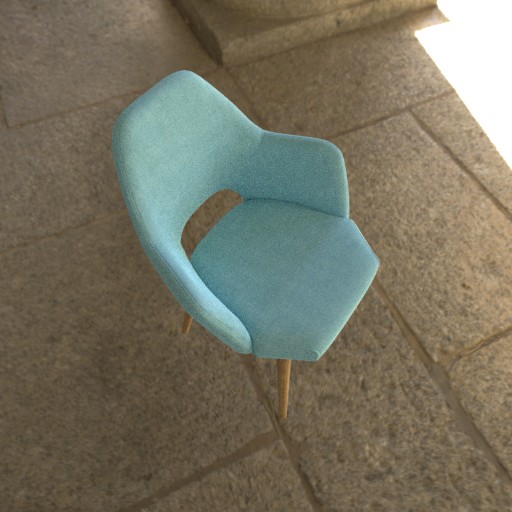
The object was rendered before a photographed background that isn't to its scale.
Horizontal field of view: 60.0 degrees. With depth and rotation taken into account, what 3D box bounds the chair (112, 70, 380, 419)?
[{"bbox_3d":[0.000,0.000,1.242,0.610,0.840,0.590,32,64,18],"label":"chair"}]
